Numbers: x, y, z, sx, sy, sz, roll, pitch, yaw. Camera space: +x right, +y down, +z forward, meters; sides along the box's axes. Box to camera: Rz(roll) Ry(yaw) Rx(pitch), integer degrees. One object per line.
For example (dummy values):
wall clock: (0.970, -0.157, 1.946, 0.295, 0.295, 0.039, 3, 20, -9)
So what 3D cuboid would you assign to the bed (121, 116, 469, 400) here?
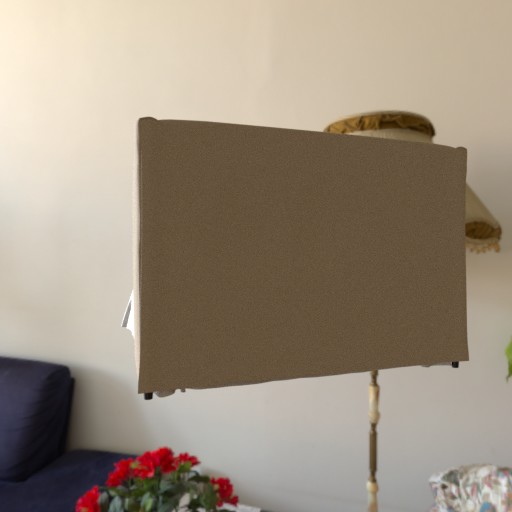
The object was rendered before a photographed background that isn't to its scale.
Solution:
bed: (0.000, 0.000, 3.389, 1.925, 1.332, 2.276, 0, 0, -19)
